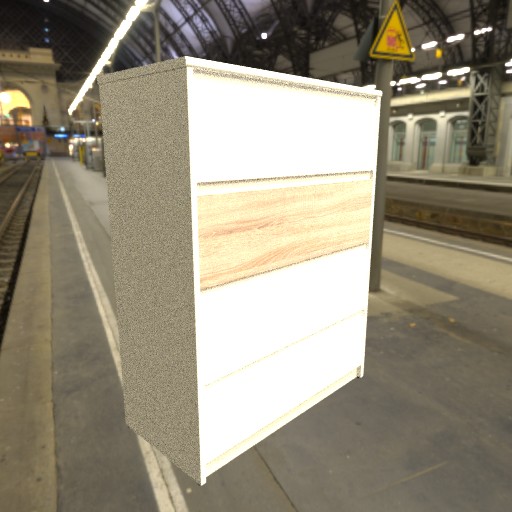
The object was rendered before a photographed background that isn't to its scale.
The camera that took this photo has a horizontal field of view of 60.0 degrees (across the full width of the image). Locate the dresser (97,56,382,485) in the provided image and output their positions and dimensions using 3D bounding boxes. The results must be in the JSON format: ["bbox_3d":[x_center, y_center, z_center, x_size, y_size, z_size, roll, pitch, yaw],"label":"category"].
[{"bbox_3d":[0.000,0.000,1.430,0.380,1.040,0.800,13,19,43],"label":"dresser"}]
